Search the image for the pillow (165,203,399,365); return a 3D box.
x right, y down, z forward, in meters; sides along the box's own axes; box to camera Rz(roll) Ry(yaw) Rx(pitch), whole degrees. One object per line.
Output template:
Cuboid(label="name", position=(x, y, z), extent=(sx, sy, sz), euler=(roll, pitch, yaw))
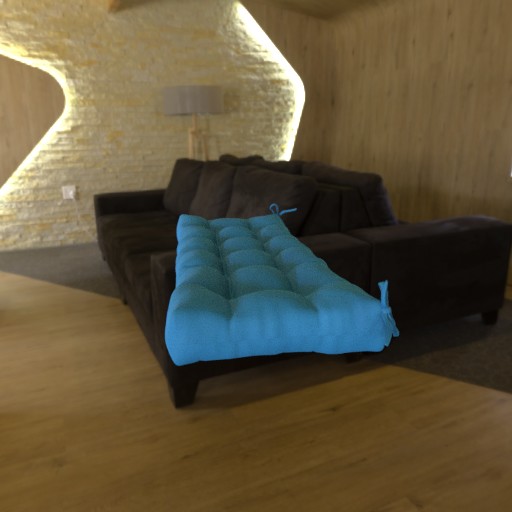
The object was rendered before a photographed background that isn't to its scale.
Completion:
Cuboid(label="pillow", position=(0.000, 0.000, 1.382), extent=(0.511, 0.174, 1.194), euler=(-2, 15, -8))
